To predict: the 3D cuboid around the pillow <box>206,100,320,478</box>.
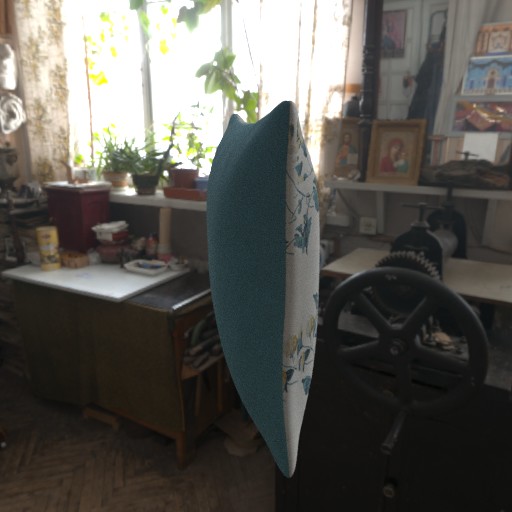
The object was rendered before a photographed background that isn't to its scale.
[{"bbox_3d":[0.000,0.000,0.802,0.166,0.507,0.526,-3,16,-9],"label":"pillow"}]
